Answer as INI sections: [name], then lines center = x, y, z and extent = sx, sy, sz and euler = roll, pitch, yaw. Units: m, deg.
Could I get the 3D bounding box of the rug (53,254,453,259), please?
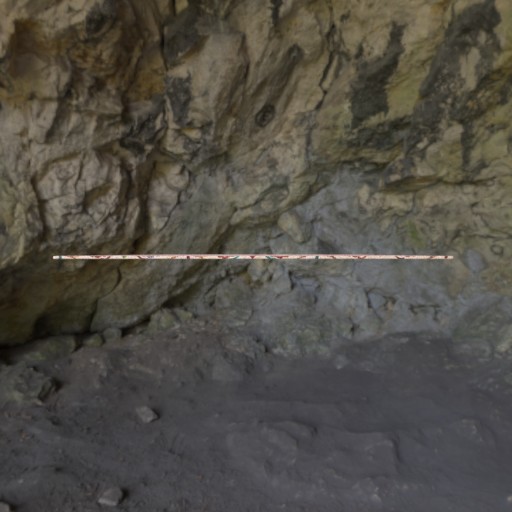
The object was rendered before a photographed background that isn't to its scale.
[rug]
center = 0.000, 0.000, 4.300
extent = 2.446, 0.020, 3.215
euler = 0, 0, 1
